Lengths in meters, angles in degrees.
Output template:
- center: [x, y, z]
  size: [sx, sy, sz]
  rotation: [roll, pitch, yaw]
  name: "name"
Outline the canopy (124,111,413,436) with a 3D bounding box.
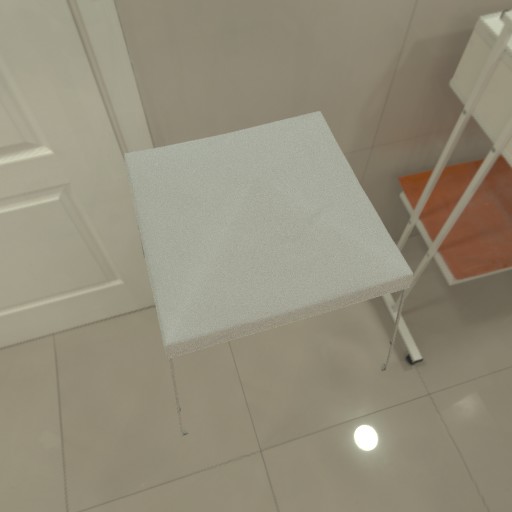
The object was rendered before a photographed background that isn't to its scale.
- center: [0.000, 0.000, 5.292]
  size: [2.849, 2.849, 2.848]
  rotation: [-15, 60, -9]
  name: "canopy"
